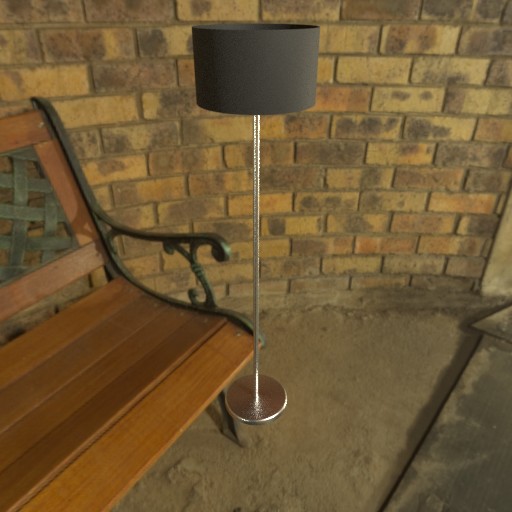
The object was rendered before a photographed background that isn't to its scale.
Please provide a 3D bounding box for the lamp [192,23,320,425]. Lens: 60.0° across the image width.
[{"bbox_3d":[0.000,0.000,1.567,0.348,1.443,0.348,1,30,2],"label":"lamp"}]
